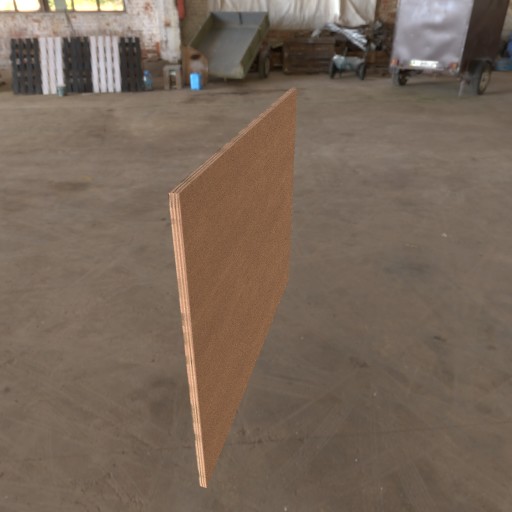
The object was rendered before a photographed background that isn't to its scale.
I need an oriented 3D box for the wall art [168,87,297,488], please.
[{"bbox_3d":[0.000,0.000,0.682,0.010,0.408,0.508,8,31,13],"label":"wall art"}]
